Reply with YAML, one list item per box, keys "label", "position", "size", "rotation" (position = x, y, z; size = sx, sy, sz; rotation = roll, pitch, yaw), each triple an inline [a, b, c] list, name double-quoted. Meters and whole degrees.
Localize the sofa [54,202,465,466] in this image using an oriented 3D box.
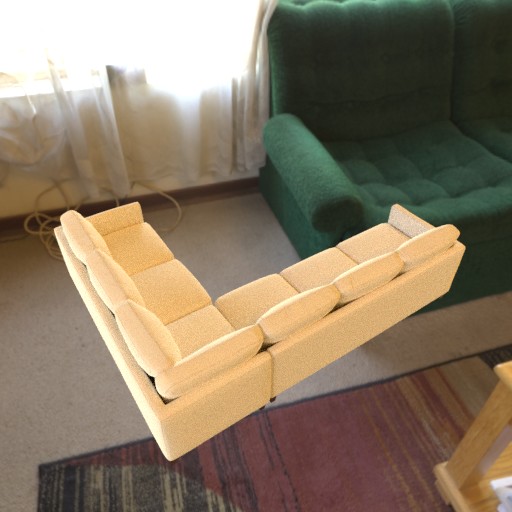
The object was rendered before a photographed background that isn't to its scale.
- label: "sofa"
  position: [0.000, 0.000, 4.565]
  size: [3.302, 0.947, 2.593]
  rotation: [-24, 46, -25]
